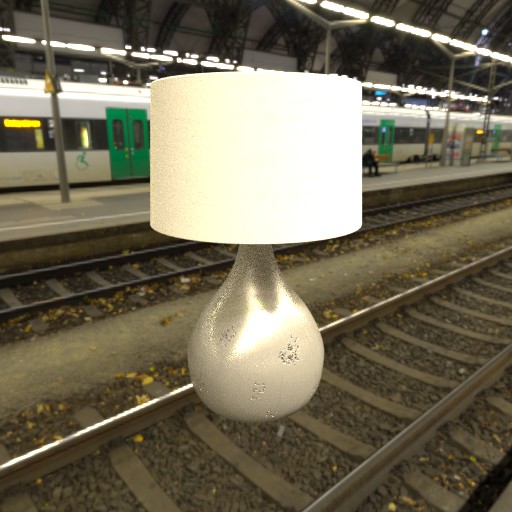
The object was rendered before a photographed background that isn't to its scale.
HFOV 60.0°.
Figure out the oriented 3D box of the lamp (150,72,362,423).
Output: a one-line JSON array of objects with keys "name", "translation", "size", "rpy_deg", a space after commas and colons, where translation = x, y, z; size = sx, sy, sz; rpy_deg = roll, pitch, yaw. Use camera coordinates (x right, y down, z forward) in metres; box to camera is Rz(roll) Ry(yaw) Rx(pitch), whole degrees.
[{"name": "lamp", "translation": [0.000, 0.000, 0.726], "size": [0.330, 0.521, 0.330], "rpy_deg": [0, 15, 0]}]
